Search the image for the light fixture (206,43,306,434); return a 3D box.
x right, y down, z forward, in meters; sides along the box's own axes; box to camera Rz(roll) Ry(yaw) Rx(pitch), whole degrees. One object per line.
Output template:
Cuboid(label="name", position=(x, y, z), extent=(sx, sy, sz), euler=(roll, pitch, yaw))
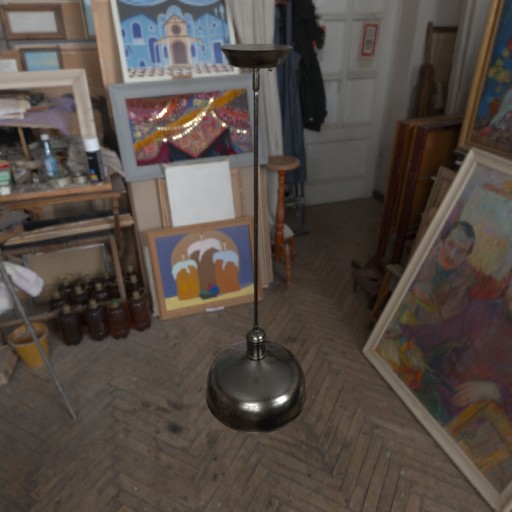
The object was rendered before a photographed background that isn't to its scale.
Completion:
Cuboid(label="light fixture", position=(0.000, 0.000, 1.092), extent=(0.299, 0.935, 0.299), euler=(18, 35, 29))
